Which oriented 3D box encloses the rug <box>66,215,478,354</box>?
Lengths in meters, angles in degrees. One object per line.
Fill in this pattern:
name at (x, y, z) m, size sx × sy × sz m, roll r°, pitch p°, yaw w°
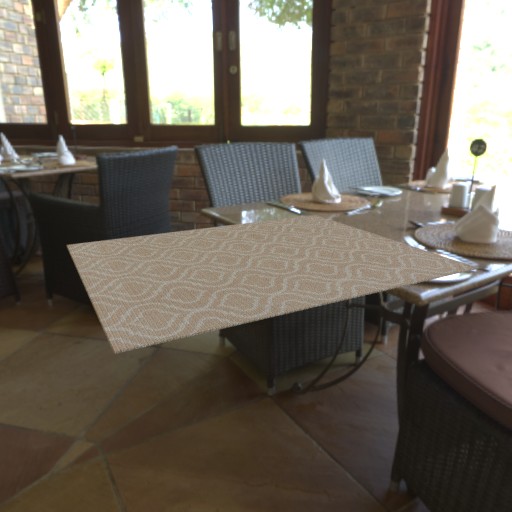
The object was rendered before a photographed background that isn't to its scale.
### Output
rug at (0.000, 0.000, 3.927) m, size 2.894 × 0.013 × 2.286 m, roll -9°, pitch 20°, yaw -27°
